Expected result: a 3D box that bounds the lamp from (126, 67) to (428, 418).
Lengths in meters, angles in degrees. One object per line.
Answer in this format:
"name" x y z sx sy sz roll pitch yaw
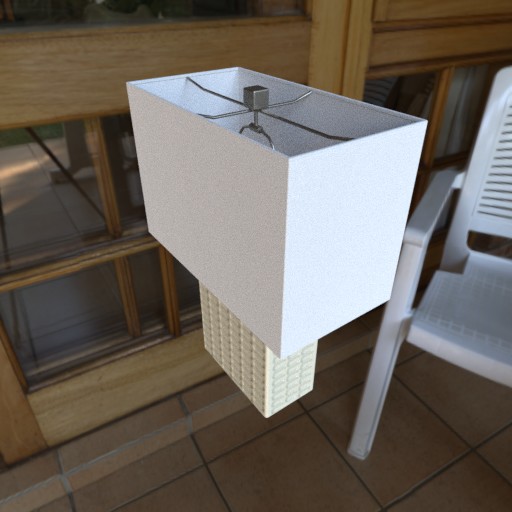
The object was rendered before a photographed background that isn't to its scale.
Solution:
"lamp" 0.000 0.000 0.708 0.200 0.515 0.380 -22 39 -29
